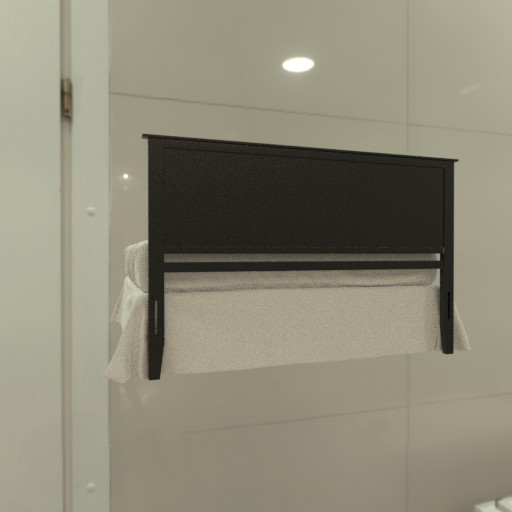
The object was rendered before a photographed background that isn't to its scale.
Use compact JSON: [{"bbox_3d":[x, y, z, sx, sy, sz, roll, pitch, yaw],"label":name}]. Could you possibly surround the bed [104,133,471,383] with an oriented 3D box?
[{"bbox_3d":[0.000,0.000,3.612,2.315,1.271,2.219,0,0,-18],"label":"bed"}]
